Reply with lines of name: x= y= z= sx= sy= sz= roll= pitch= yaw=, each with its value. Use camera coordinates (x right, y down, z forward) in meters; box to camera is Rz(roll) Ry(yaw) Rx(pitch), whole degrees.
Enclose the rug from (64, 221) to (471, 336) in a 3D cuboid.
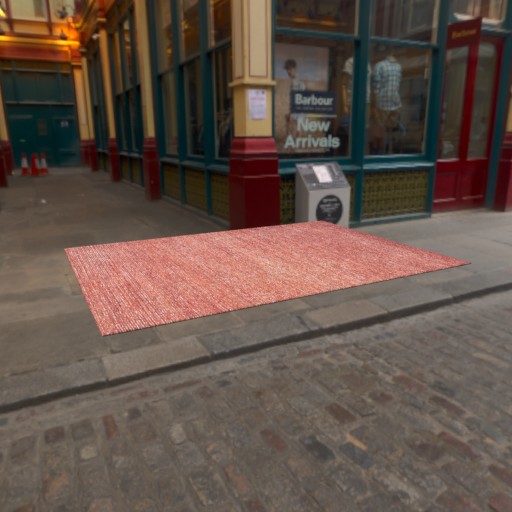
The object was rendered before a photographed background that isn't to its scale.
rug: x=0.000 y=0.000 z=5.248 sx=3.965 sy=0.025 sz=2.803 roll=-8 pitch=17 yaw=-27
